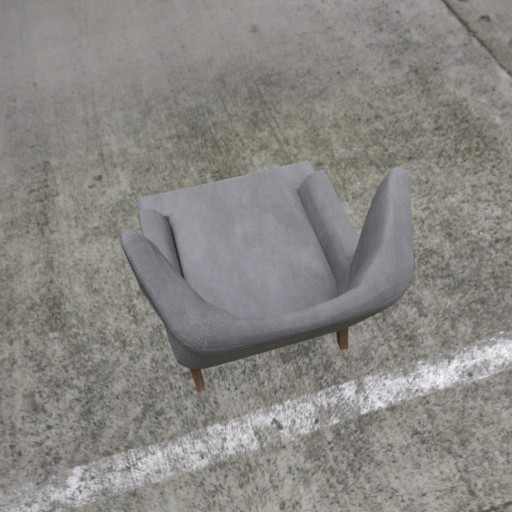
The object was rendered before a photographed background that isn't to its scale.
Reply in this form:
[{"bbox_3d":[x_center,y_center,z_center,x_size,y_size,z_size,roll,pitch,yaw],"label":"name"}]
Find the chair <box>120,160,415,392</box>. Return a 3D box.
[{"bbox_3d":[0.000,0.000,1.616,0.784,0.950,0.906,-14,59,-9],"label":"chair"}]
